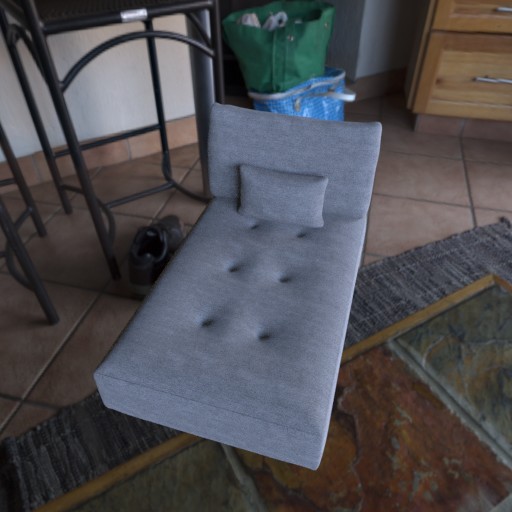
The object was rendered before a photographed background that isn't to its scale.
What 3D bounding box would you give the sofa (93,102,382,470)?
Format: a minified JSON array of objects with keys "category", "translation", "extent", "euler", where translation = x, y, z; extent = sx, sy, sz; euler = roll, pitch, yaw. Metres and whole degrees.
[{"category":"sofa","translation":[0.000,0.000,2.037],"extent":[0.930,0.820,1.450],"euler":[11,42,13]}]
